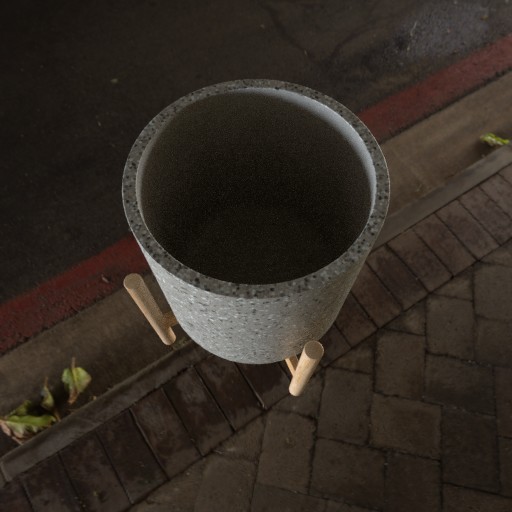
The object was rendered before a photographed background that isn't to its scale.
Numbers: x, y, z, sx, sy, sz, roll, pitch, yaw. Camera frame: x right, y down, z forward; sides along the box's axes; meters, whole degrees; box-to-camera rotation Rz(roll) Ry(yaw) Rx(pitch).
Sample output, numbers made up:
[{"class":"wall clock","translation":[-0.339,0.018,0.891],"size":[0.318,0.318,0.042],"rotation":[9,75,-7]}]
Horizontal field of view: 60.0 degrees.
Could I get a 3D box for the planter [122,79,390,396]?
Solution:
[{"class":"planter","translation":[0.000,0.000,0.693],"size":[0.360,0.419,0.360],"rotation":[-1,64,0]}]
